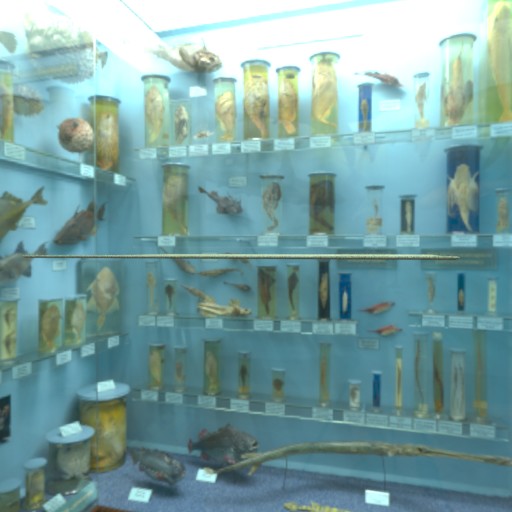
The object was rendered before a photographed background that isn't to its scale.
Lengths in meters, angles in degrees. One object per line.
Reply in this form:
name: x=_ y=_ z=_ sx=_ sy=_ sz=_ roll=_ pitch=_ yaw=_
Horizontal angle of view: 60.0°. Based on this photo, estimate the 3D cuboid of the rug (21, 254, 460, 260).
rug: x=0.000 y=0.000 z=2.913 sx=2.270 sy=0.017 sz=1.606 roll=0 pitch=0 yaw=18
